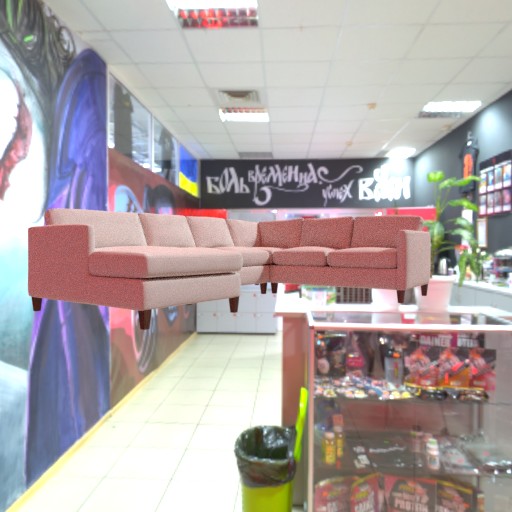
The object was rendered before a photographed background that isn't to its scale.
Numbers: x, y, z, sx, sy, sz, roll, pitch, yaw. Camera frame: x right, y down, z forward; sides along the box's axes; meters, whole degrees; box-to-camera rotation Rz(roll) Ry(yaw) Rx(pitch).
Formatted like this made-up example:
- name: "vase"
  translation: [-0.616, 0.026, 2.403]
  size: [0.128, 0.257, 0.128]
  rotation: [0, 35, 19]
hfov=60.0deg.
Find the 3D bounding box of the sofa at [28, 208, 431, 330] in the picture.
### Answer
- name: "sofa"
  translation: [0.000, 0.000, 4.549]
  size: [2.593, 0.956, 3.459]
  rotation: [1, 2, 36]
